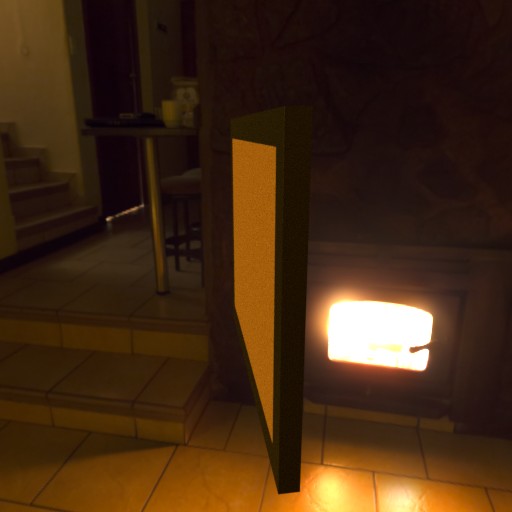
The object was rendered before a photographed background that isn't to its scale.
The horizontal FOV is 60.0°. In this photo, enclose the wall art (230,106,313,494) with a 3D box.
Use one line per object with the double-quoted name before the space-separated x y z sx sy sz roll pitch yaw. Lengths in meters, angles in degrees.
"wall art" 0.000 0.000 0.758 0.028 0.460 0.561 -2 16 -8
